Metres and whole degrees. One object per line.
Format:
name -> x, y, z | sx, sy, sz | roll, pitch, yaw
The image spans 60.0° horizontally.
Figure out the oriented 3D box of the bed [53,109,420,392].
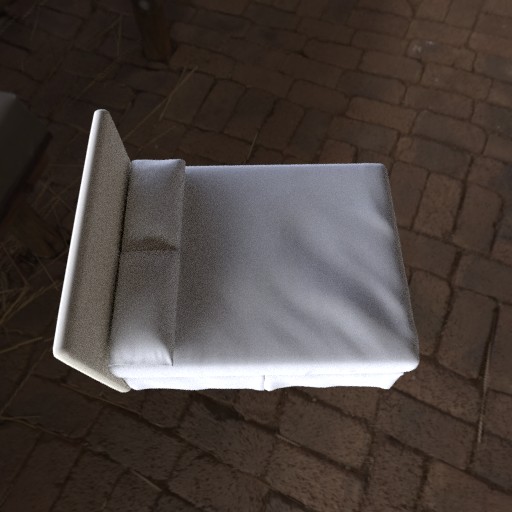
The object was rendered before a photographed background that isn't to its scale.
bed -> 0.000, 0.000, 3.195 | 2.147, 1.330, 1.714 | -1, 65, 0
